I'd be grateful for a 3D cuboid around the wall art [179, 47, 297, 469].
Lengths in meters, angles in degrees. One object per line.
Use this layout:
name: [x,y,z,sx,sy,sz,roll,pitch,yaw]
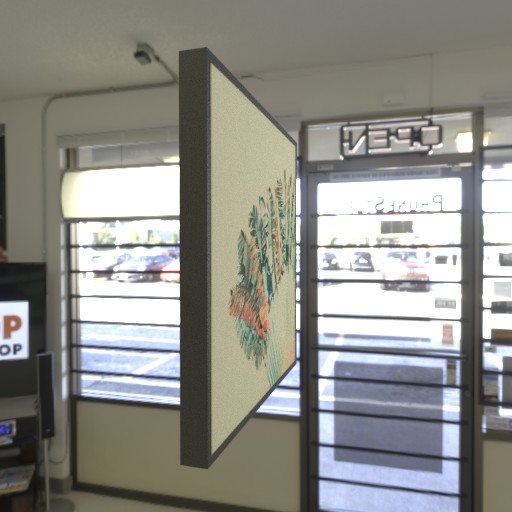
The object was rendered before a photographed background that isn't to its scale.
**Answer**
wall art: [0.000,0.000,0.780,0.037,0.507,0.509,0,1,17]
